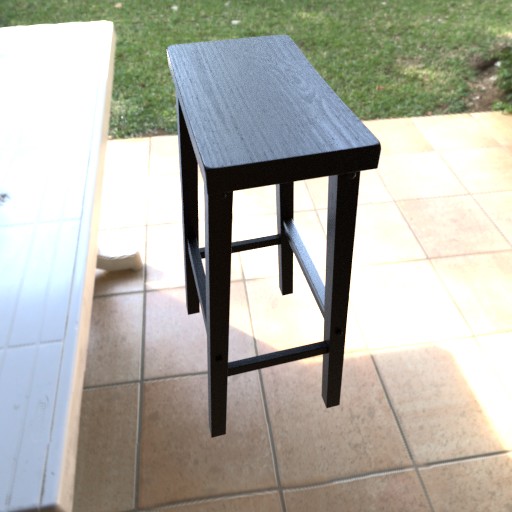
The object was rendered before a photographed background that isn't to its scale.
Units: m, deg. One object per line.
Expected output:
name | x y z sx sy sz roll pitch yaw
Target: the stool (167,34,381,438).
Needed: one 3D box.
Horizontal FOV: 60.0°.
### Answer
stool | 0.000 0.000 0.945 0.322 0.742 0.406 -11 46 -10
